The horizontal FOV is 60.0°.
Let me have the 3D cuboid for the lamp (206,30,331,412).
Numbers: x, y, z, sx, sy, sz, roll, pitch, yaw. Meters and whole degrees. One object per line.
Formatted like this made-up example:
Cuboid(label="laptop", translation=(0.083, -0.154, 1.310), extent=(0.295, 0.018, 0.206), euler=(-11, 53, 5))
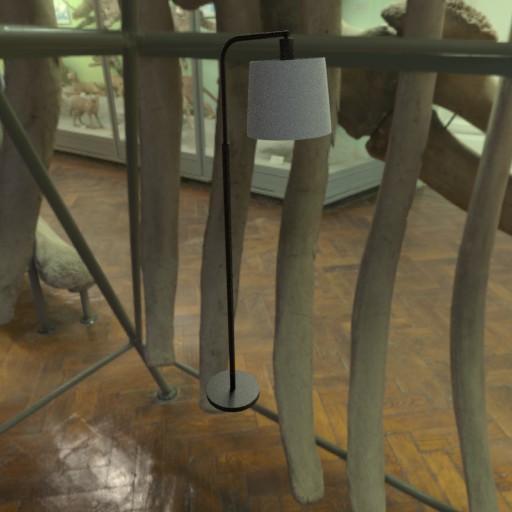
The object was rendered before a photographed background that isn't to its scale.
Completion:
Cuboid(label="lamp", translation=(0.000, 0.000, 1.631), extent=(0.508, 1.478, 0.254), euler=(18, 32, 32))
